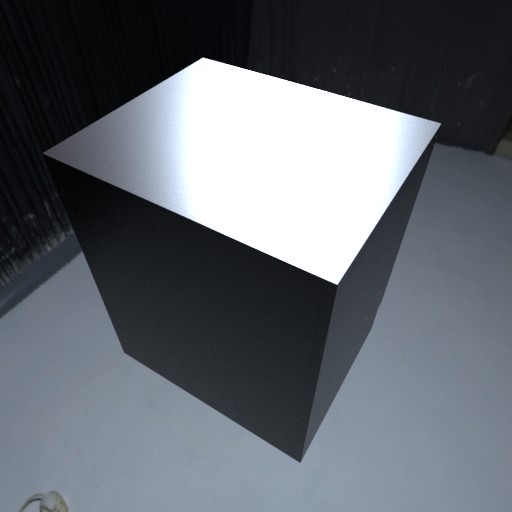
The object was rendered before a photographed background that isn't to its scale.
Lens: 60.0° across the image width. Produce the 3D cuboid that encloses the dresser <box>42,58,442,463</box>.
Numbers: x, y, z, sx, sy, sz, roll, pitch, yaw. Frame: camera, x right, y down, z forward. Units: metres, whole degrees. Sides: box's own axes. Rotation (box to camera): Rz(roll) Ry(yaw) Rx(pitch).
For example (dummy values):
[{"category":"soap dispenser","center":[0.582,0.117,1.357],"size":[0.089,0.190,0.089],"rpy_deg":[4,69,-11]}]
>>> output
[{"category":"dresser","center":[0.000,0.000,0.753],"size":[0.400,0.470,0.360],"rpy_deg":[24,51,21]}]
